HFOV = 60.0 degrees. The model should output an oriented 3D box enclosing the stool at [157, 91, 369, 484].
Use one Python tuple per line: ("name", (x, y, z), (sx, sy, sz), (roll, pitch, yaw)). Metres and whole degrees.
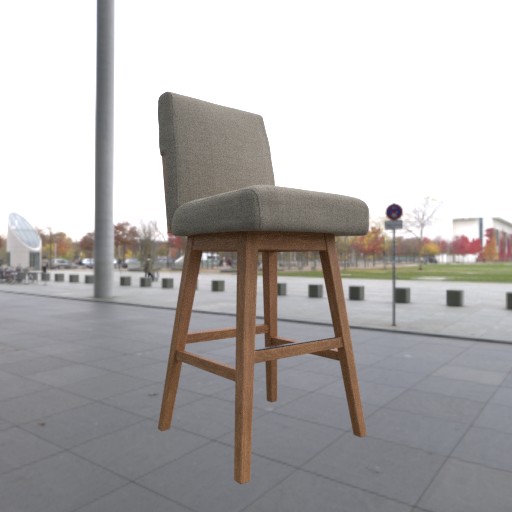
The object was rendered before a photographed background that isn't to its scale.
("stool", (0.000, 0.000, 1.411), (0.483, 1.106, 0.569), (0, 0, -38))
